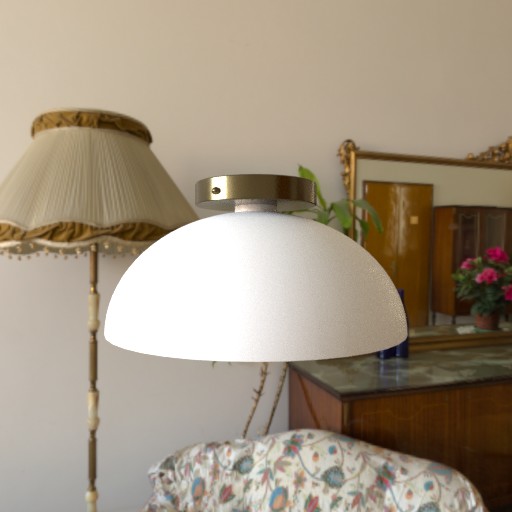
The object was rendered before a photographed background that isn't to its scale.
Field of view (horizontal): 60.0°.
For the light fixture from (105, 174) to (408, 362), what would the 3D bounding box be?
[{"bbox_3d":[0.000,0.000,0.548,0.355,0.177,0.355,0,0,0],"label":"light fixture"}]
